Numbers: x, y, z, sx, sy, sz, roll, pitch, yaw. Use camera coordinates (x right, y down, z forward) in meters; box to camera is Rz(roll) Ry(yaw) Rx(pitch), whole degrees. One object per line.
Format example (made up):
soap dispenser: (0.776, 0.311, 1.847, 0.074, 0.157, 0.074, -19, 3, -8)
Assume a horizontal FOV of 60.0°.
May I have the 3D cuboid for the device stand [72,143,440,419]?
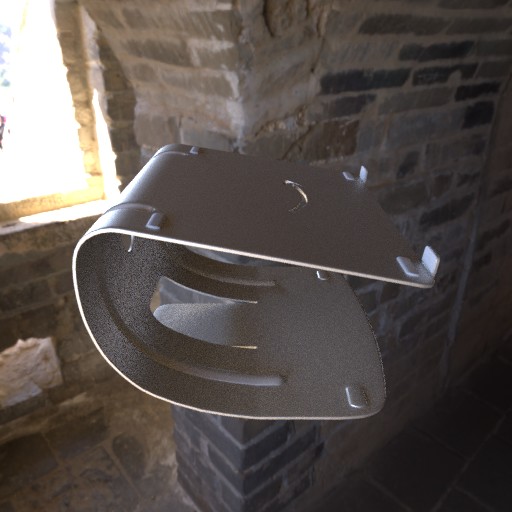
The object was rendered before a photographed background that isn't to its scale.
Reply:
device stand: (0.000, 0.000, 0.408, 0.236, 0.155, 0.256, 0, 26, 0)
